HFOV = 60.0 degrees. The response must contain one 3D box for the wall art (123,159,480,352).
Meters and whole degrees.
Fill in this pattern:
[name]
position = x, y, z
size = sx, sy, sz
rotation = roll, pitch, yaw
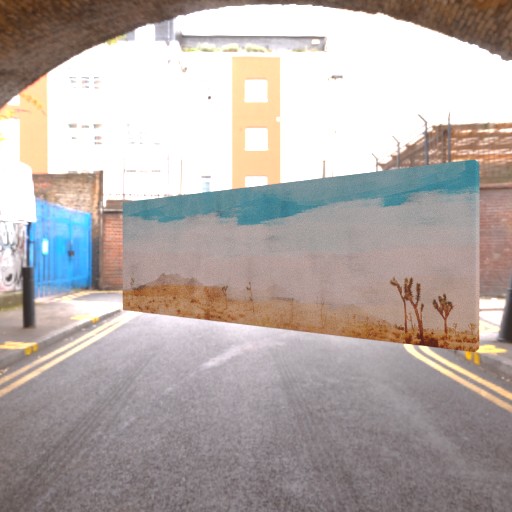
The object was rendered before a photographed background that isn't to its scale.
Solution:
[wall art]
position = 0.000, 0.000, 0.829
size = 0.759, 0.254, 0.044
rotation = 0, 0, 37
